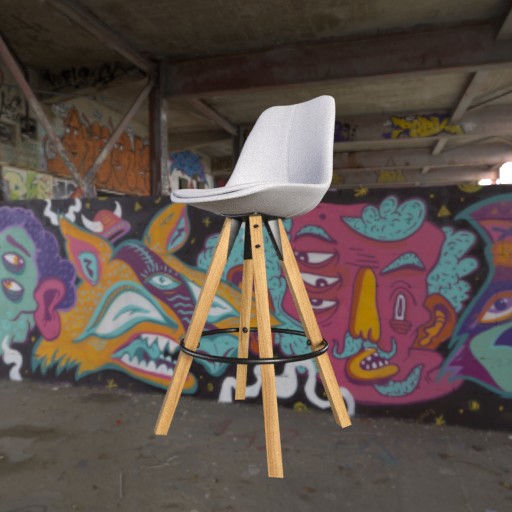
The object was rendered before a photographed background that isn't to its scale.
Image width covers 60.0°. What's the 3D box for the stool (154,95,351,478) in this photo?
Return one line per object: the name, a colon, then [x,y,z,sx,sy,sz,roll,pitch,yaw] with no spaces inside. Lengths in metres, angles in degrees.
stool: [0.000,0.000,1.418,0.484,1.115,0.550,1,2,36]
